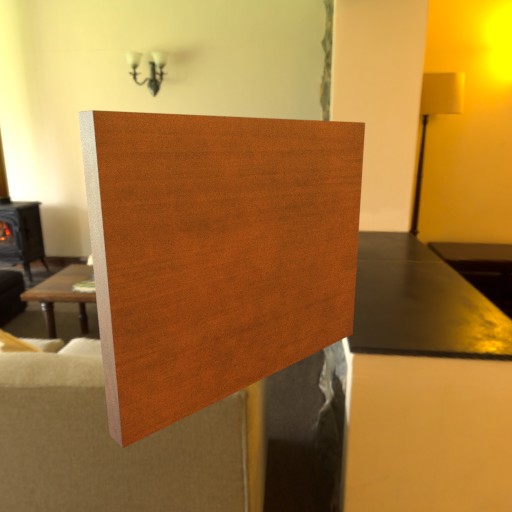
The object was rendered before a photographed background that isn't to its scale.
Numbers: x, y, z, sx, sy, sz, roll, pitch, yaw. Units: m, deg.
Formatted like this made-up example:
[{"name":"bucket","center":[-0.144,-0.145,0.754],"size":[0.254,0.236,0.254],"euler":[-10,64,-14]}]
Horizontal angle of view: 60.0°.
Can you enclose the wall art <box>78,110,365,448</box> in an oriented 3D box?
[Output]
[{"name":"wall art","center":[0.000,0.000,0.554],"size":[0.401,0.328,0.030],"euler":[-13,20,-41]}]
